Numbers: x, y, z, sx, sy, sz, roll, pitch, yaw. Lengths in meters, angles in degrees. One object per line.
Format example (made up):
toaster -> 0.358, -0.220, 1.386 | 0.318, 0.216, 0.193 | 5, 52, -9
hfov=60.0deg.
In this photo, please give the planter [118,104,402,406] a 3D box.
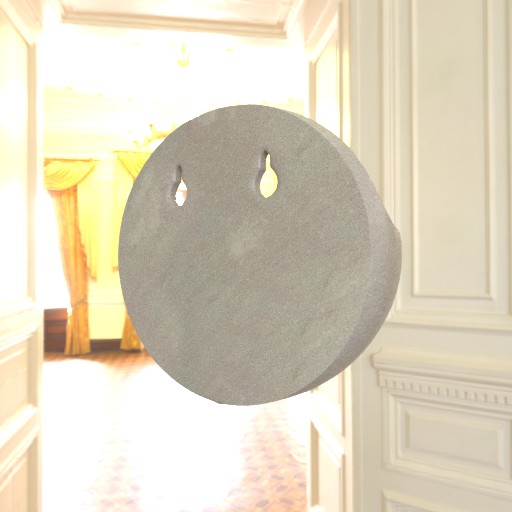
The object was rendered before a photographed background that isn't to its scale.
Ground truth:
planter -> 0.000, 0.000, 0.274 | 0.190, 0.164, 0.073 | 0, -1, 36
